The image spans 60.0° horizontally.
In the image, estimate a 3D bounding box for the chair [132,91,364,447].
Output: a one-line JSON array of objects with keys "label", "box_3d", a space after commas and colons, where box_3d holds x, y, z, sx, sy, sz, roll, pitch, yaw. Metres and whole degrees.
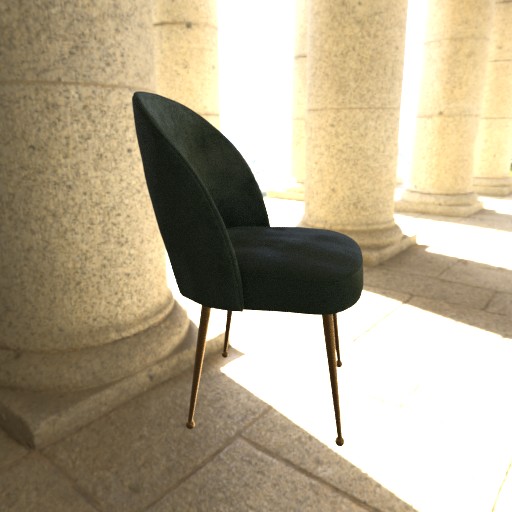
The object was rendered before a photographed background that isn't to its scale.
[{"label": "chair", "box_3d": [0.000, 0.000, 1.230, 0.577, 0.860, 0.527, 3, 16, 10]}]
